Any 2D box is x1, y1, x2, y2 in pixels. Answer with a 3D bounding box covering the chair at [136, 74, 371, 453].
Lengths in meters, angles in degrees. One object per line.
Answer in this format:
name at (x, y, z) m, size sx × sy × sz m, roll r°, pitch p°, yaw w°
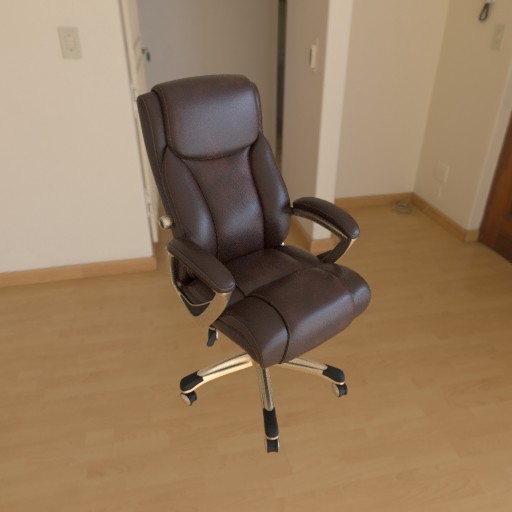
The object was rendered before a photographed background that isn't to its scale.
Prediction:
chair at (0.000, 0.000, 1.662) m, size 0.692 × 1.194 × 0.749 m, roll -21°, pitch 36°, yaw -32°
